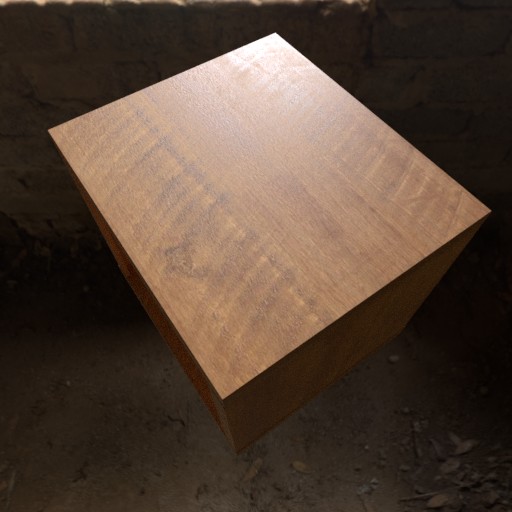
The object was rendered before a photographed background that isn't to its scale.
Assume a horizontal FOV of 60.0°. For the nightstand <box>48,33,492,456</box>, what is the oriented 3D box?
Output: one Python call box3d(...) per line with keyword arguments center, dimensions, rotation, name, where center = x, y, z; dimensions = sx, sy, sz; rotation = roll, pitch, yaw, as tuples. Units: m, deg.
box3d(center=(0.000, 0.000, 0.845), dimensions=(0.436, 0.491, 0.493), rotation=(-31, 64, -17), name="nightstand")
